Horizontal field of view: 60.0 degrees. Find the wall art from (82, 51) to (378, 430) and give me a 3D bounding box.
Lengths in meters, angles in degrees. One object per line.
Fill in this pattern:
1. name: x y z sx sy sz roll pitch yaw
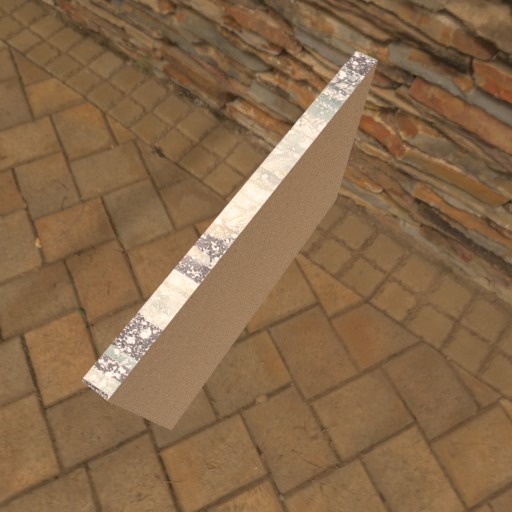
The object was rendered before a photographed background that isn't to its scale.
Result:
1. wall art: 0.000 0.000 0.765 0.042 0.398 0.618 32 68 14
